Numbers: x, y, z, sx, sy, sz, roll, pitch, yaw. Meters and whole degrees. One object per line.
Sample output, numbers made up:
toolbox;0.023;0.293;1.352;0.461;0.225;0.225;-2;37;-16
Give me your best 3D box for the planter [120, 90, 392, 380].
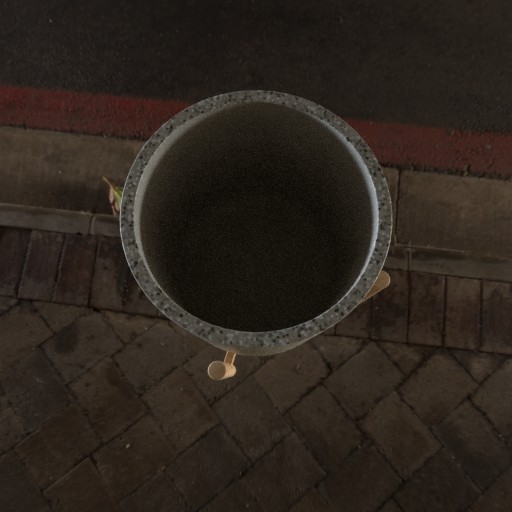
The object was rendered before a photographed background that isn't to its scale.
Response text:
planter;0.000;0.000;0.696;0.360;0.419;0.360;38;79;9
